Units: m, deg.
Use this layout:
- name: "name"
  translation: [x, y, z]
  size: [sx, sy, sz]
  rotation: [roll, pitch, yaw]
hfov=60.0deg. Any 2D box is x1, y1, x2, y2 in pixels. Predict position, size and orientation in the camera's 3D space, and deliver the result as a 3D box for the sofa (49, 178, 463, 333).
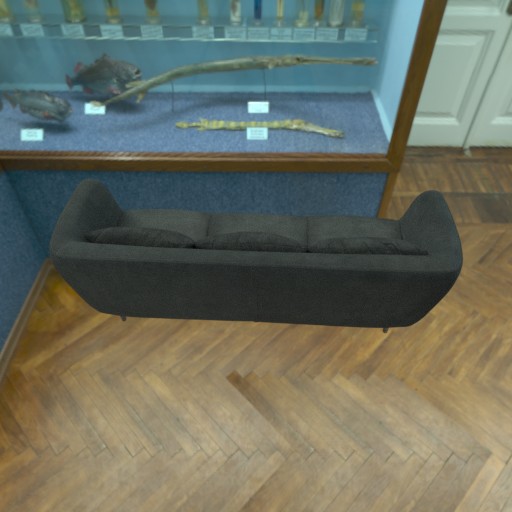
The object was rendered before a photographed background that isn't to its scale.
- name: "sofa"
  translation: [0.000, 0.000, 2.800]
  size: [2.296, 0.875, 0.956]
  rotation: [2, 47, 2]
